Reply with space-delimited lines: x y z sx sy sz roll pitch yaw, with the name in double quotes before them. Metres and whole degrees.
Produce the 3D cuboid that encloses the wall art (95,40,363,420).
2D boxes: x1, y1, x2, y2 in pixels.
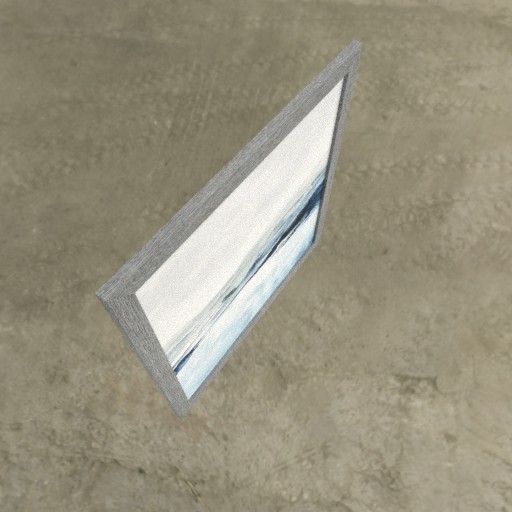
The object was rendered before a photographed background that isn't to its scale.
"wall art" 0.000 0.000 1.004 0.020 0.685 0.685 31 63 18
